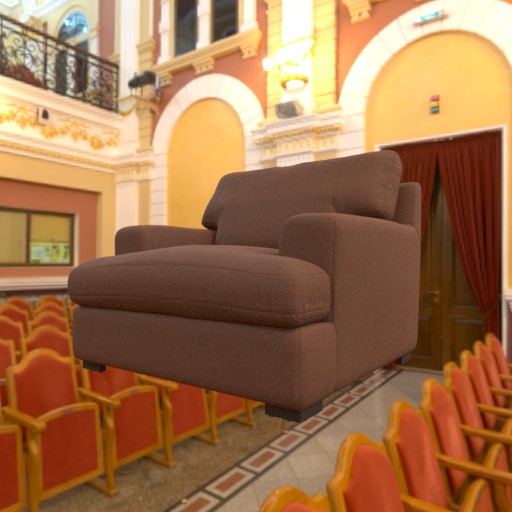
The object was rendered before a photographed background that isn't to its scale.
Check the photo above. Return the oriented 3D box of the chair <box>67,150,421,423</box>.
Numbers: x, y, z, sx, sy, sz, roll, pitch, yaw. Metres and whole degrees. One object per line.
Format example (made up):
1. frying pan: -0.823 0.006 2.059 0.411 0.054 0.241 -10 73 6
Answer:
1. chair: 0.000 0.000 1.935 1.168 0.940 1.143 0 -1 36
